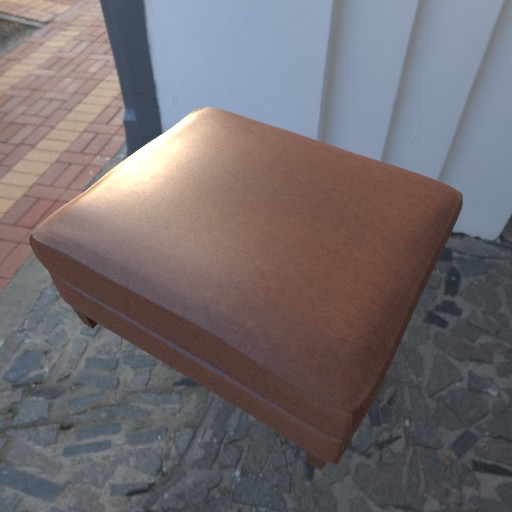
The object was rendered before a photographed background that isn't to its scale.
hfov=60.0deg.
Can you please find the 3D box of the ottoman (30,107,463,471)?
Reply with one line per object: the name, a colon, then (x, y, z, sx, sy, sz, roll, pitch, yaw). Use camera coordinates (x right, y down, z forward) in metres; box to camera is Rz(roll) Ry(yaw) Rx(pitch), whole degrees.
ottoman: (0.000, 0.000, 1.393, 0.987, 0.472, 0.836, 25, 52, 21)
